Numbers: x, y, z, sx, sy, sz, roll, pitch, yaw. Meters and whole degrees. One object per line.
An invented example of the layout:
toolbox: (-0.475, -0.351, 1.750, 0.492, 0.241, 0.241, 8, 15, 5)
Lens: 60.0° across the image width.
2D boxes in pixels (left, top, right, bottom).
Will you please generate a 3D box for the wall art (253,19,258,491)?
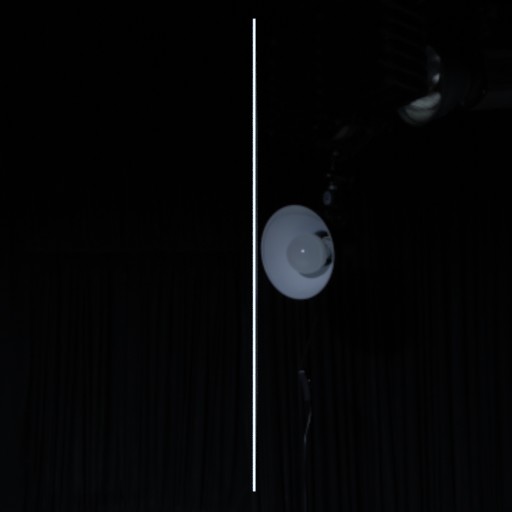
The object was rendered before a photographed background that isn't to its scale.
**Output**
wall art: (0.000, 0.000, 0.801, 0.003, 0.609, 0.457, 0, -1, 1)
